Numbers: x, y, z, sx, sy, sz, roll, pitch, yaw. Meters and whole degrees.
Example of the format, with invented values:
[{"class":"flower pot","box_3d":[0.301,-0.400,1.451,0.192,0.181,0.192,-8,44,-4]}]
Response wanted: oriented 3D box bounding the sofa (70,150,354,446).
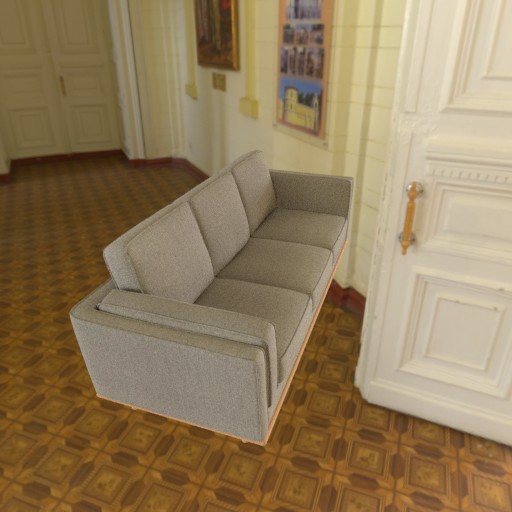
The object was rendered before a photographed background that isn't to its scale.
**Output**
[{"class":"sofa","box_3d":[0.000,0.000,2.811,0.903,0.899,2.362,9,29,17]}]
